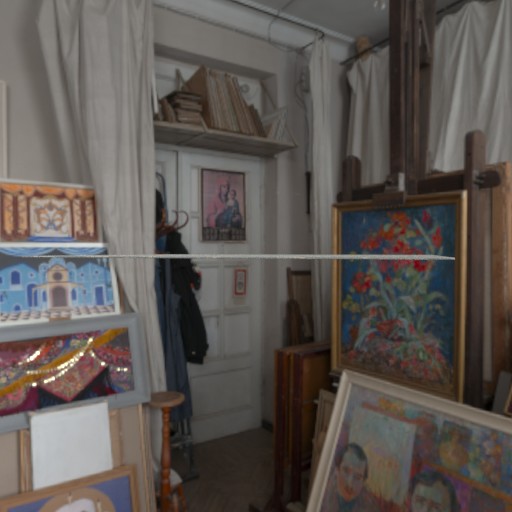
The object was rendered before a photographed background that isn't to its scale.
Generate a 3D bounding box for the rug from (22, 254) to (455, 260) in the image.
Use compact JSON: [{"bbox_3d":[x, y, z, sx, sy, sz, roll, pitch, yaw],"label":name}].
[{"bbox_3d":[0.000,0.000,4.359,3.353,0.013,2.438,0,1,19],"label":"rug"}]
